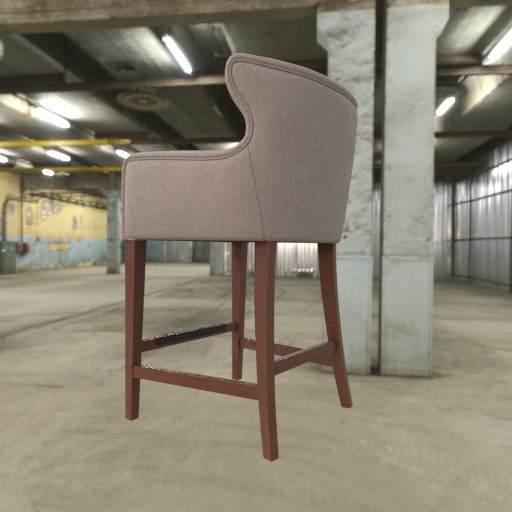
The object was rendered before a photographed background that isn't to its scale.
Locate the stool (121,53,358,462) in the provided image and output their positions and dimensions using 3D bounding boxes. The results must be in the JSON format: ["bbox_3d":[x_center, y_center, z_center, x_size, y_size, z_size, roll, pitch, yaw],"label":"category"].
[{"bbox_3d":[0.000,0.000,1.336,0.575,0.951,0.575,0,1,36],"label":"stool"}]
